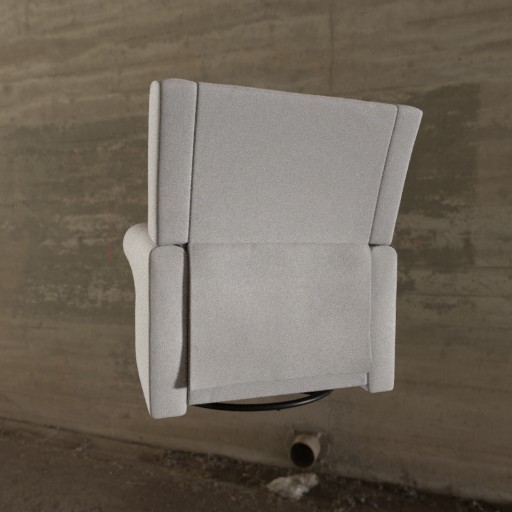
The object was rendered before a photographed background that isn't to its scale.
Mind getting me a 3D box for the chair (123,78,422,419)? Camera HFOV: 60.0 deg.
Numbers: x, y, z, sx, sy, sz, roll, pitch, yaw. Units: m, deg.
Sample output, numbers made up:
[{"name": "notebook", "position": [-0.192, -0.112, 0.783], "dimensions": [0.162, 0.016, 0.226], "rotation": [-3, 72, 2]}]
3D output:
[{"name": "chair", "position": [0.000, 0.000, 1.610], "dimensions": [0.906, 0.967, 0.854], "rotation": [0, 2, -18]}]
